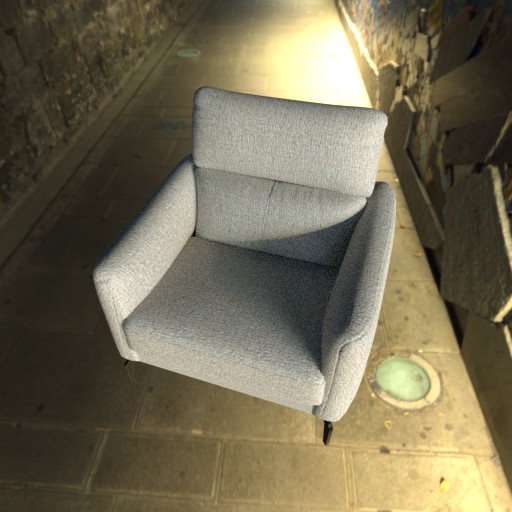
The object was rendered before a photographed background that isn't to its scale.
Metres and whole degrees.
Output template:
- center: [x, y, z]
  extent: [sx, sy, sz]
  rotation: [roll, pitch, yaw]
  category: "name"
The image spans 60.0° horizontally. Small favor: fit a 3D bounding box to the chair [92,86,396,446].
- center: [0.000, 0.000, 1.696]
  extent: [0.972, 0.967, 0.835]
  rotation: [13, 42, 14]
  category: "chair"
